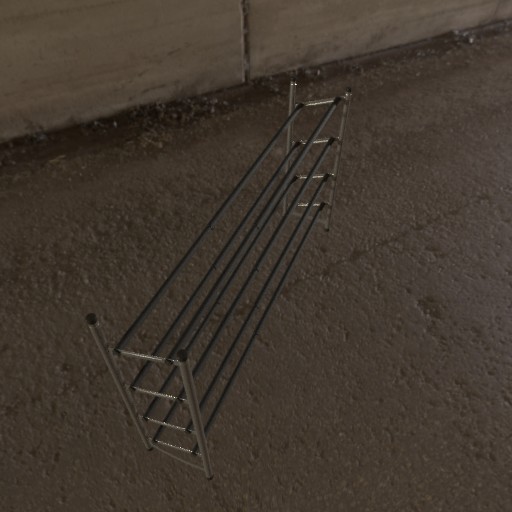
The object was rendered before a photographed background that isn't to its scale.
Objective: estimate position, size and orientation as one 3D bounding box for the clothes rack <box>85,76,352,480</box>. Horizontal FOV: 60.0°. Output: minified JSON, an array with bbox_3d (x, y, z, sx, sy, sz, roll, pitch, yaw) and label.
[{"bbox_3d":[0.000,0.000,1.439,0.229,0.672,1.168,17,49,16],"label":"clothes rack"}]
